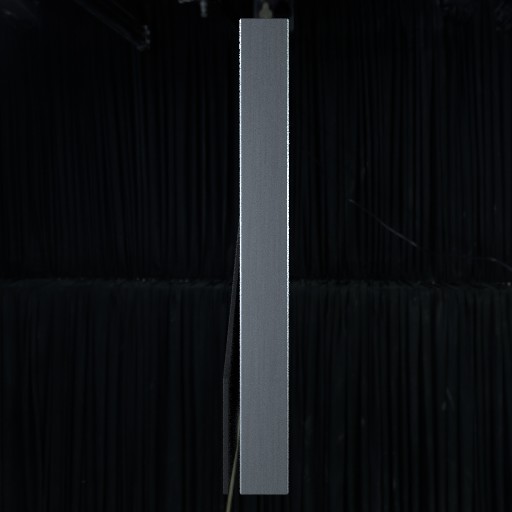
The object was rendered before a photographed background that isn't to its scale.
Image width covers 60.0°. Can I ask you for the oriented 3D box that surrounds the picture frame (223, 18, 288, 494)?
[{"bbox_3d":[0.000,0.000,0.272,0.028,0.208,0.157,0,0,0],"label":"picture frame"}]
